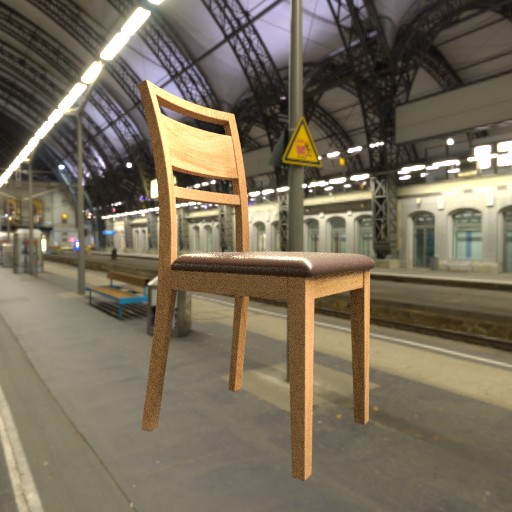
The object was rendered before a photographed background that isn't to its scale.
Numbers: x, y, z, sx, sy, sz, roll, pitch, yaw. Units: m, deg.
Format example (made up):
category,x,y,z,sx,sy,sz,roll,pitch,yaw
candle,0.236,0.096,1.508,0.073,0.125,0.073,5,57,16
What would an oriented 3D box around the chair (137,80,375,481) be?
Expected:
category,x,y,z,sx,sy,sz,roll,pitch,yaw
chair,0.000,0.000,1.227,0.545,0.940,0.420,1,2,34
